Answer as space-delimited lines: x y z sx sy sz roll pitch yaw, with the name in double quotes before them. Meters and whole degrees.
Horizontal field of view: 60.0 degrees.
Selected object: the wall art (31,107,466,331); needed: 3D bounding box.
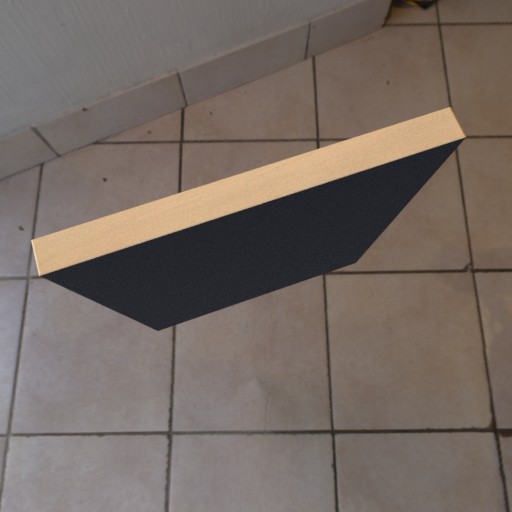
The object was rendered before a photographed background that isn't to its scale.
"wall art" 0.000 0.000 0.677 0.435 0.511 0.037 -19 76 -5
